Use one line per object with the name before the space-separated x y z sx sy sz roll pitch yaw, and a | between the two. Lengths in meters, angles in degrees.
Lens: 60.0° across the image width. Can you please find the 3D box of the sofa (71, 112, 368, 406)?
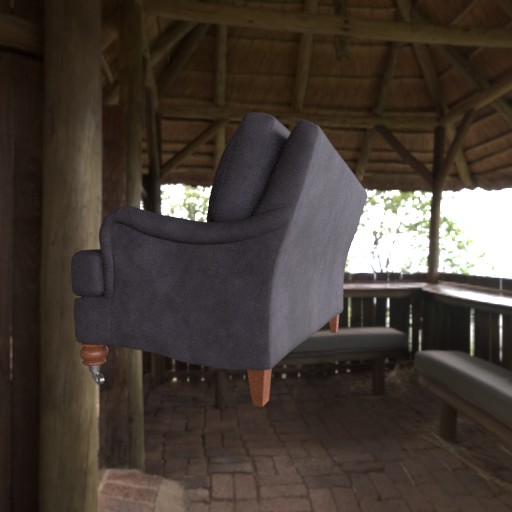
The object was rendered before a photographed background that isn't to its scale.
sofa | 0.000 0.000 2.535 1.084 1.101 1.853 0 0 20
